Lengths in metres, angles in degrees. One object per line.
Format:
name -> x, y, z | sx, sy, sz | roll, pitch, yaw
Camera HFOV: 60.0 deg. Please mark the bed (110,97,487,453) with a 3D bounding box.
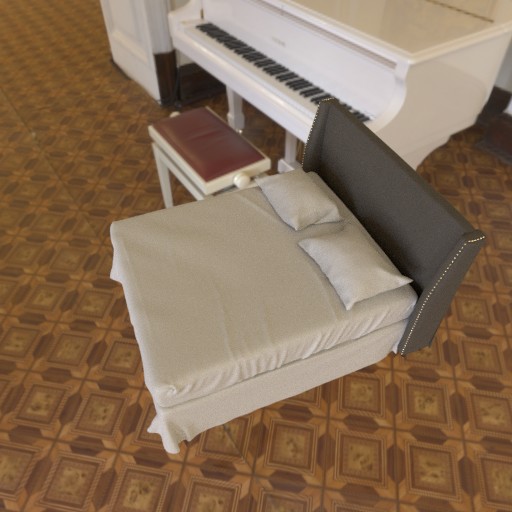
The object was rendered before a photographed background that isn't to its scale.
bed -> 0.000, 0.000, 3.451 | 2.276, 1.332, 1.925 | -17, 49, -15
